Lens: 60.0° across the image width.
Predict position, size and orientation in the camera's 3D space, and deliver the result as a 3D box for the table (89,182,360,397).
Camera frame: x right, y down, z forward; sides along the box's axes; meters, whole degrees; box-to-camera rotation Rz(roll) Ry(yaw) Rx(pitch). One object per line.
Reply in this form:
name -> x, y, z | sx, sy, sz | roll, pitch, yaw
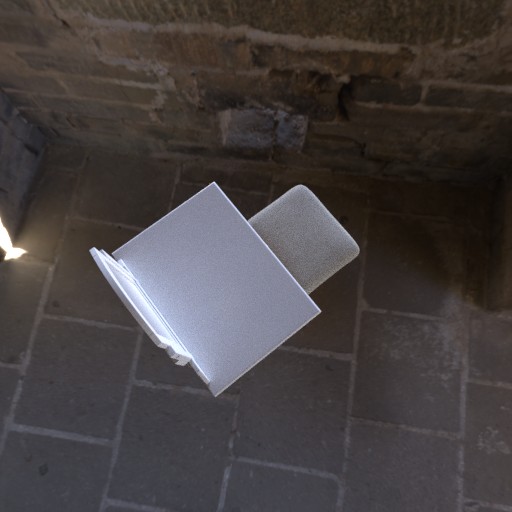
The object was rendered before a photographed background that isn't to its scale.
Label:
table -> 0.000, 0.000, 2.325 | 1.211, 1.631, 0.876 | -37, 77, -10
